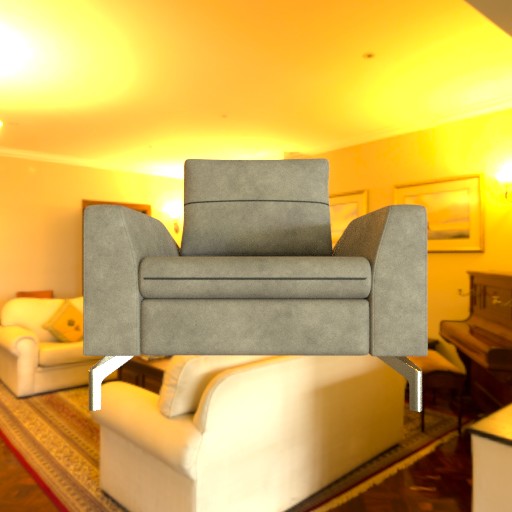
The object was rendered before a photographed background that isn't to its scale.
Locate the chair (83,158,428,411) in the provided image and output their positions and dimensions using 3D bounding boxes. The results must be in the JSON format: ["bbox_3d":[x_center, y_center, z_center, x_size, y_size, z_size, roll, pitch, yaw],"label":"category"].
[{"bbox_3d":[0.000,0.000,1.571,0.900,0.800,0.900,0,0,0],"label":"chair"}]
